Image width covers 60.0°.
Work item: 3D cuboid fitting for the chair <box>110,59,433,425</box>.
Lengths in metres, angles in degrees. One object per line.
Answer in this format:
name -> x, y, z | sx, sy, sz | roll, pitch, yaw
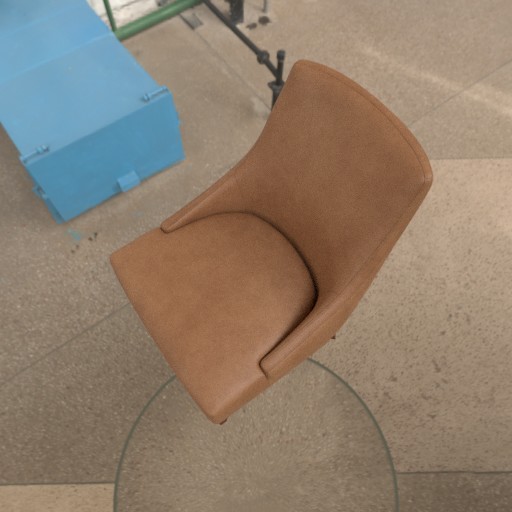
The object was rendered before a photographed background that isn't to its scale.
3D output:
chair -> 0.000, 0.000, 1.504 | 0.861, 0.909, 0.701 | -32, 67, -15
